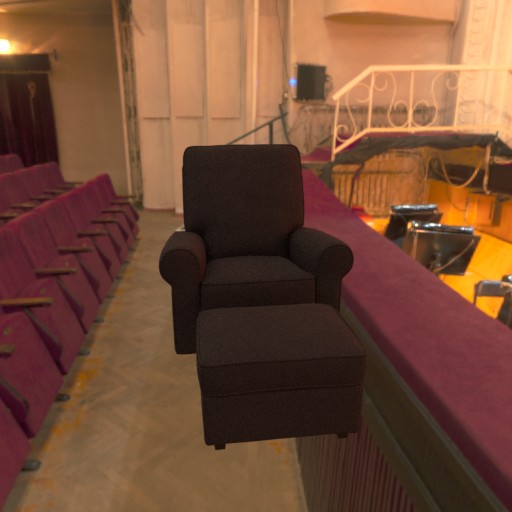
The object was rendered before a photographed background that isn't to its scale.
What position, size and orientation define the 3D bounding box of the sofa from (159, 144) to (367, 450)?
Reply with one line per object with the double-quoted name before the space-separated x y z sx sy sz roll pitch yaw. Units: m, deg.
"sofa" 0.000 0.000 2.057 0.880 0.959 1.478 -2 17 -7
